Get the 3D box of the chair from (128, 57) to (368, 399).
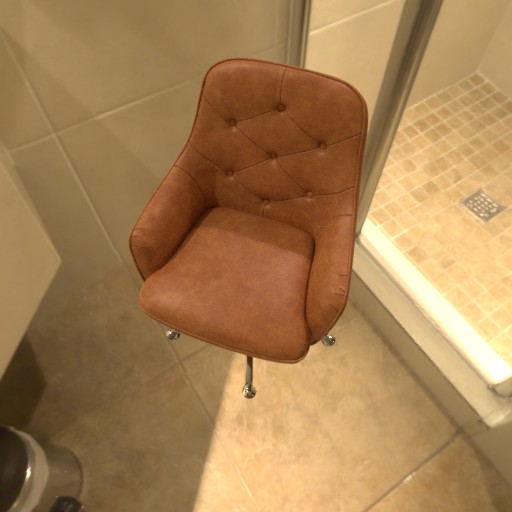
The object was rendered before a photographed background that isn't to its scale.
[{"bbox_3d":[0.000,0.000,1.339,0.628,0.909,0.615,17,60,10],"label":"chair"}]
